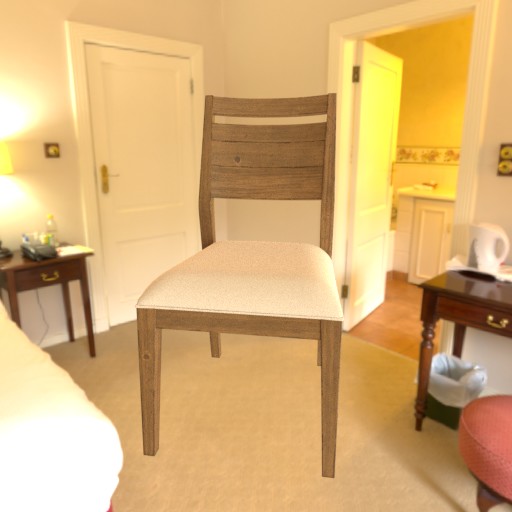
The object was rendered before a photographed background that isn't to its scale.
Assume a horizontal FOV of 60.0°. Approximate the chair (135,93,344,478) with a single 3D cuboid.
[{"bbox_3d":[0.000,0.000,1.291,0.497,0.939,0.610,2,15,9],"label":"chair"}]
